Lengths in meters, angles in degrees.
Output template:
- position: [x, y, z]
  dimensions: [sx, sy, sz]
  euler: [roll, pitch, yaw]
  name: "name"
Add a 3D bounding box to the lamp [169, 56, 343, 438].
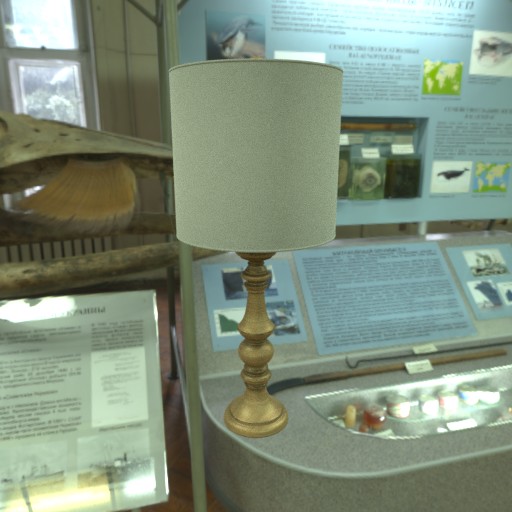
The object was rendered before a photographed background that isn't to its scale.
- position: [0.000, 0.000, 0.718]
  dimensions: [0.250, 0.597, 0.250]
  euler: [14, 20, 42]
  name: "lamp"
